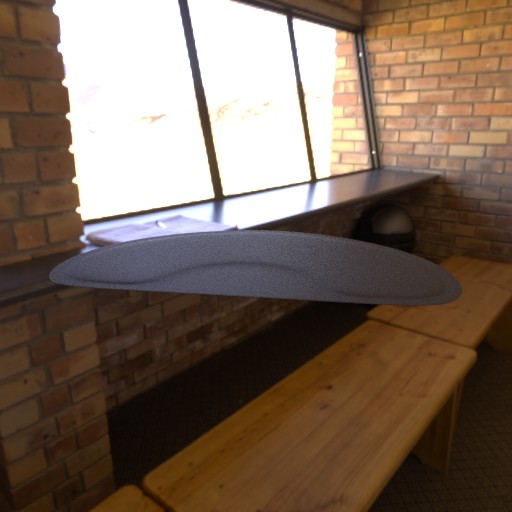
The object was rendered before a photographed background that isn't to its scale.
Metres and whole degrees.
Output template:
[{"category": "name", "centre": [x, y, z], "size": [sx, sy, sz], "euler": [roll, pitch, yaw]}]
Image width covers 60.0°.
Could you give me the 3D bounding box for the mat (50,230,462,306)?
[{"category": "mat", "centre": [0.000, 0.000, 1.885], "size": [1.524, 0.013, 0.913], "euler": [2, 17, 8]}]
